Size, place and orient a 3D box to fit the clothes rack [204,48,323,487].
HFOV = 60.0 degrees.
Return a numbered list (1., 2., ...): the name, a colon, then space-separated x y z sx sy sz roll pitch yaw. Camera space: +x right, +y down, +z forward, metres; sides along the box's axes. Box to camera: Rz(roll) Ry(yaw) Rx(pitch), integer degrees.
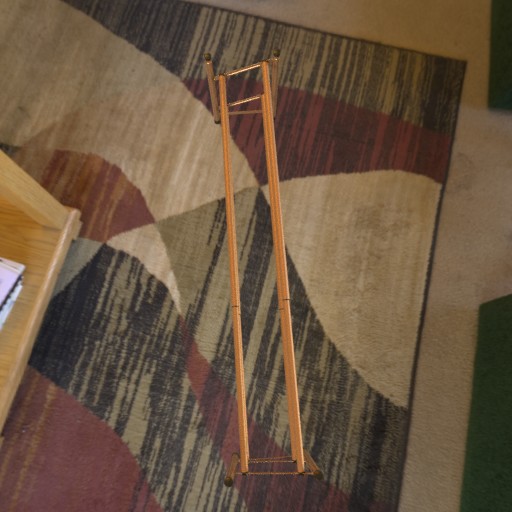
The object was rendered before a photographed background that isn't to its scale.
1. clothes rack: 0.000 0.000 1.320 0.229 0.349 1.168 -4 75 -1
